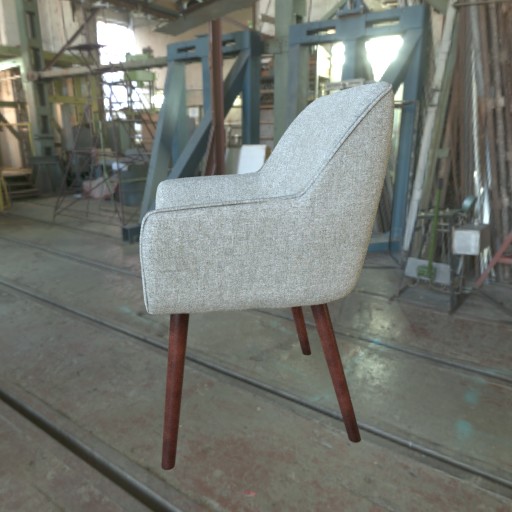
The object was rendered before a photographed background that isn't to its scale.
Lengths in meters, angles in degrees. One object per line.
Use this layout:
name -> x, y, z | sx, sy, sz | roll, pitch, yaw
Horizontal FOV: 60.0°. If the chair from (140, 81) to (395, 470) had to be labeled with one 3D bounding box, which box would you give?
chair -> 0.000, 0.000, 1.120 | 0.519, 0.803, 0.543 | -2, 16, -9
